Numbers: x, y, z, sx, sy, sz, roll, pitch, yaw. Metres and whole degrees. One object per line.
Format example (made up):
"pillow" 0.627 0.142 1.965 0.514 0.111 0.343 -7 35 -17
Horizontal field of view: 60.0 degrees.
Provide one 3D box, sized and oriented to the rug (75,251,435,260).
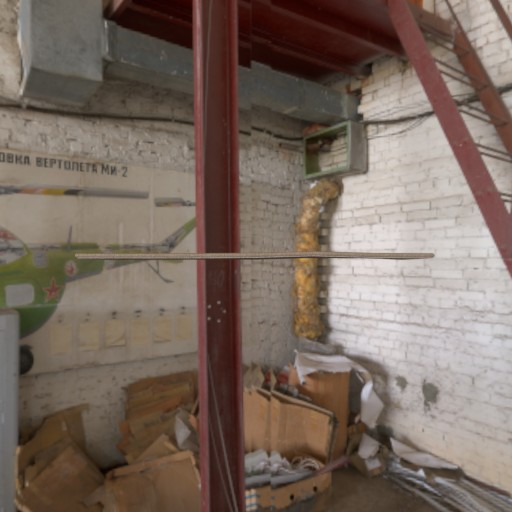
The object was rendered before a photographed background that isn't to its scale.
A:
"rug" 0.000 0.000 3.109 1.553 0.053 2.430 0 0 1
